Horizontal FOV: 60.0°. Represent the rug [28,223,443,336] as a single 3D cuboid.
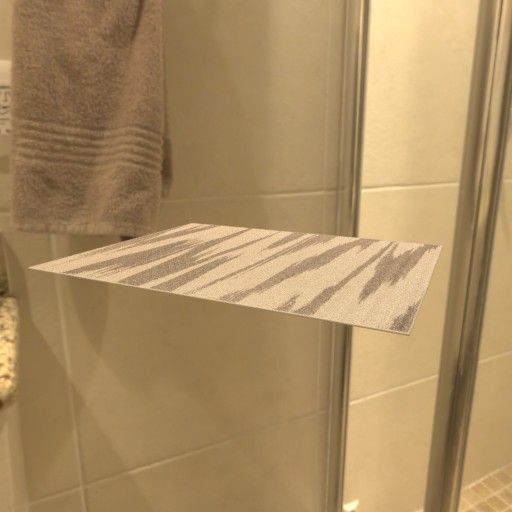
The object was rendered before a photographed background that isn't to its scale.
[{"bbox_3d":[0.000,0.000,3.955,2.945,0.014,2.353,7,16,25],"label":"rug"}]
